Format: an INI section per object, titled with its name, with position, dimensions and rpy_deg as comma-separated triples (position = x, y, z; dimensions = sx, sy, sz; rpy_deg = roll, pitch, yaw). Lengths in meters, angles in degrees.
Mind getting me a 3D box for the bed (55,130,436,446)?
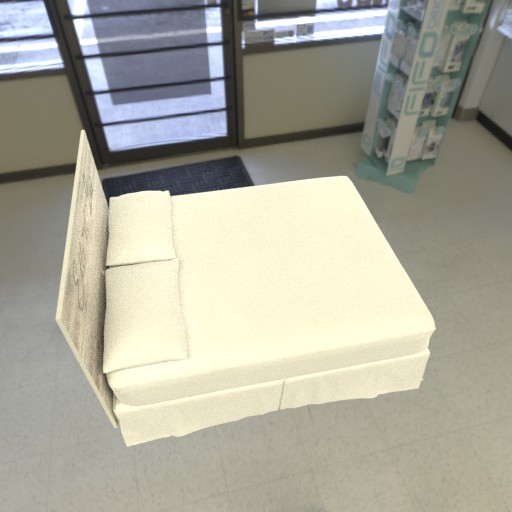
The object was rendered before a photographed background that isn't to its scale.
[bed]
position = 0.000, 0.000, 3.093
dimensions = 2.094, 1.335, 1.745
rpy_deg = -8, 46, -8
